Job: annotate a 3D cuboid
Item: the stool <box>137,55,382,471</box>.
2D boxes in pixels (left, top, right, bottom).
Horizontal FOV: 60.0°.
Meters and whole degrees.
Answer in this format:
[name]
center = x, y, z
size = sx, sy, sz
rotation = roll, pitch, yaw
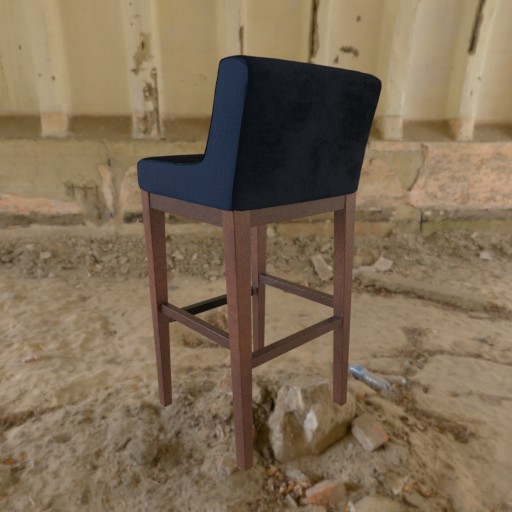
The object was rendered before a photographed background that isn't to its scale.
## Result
[stool]
center = 0.000, 0.000, 1.342
size = 0.511, 1.037, 0.500
rotation = -14, 21, -41
